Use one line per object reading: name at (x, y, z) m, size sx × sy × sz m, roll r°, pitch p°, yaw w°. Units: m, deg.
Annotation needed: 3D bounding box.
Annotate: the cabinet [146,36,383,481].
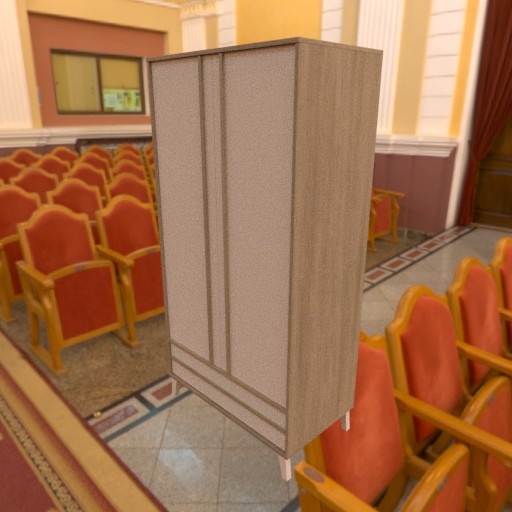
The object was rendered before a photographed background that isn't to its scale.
cabinet at (0.000, 0.000, 2.403) m, size 0.571 × 1.999 × 1.006 m, roll -17°, pitch 25°, yaw -42°
